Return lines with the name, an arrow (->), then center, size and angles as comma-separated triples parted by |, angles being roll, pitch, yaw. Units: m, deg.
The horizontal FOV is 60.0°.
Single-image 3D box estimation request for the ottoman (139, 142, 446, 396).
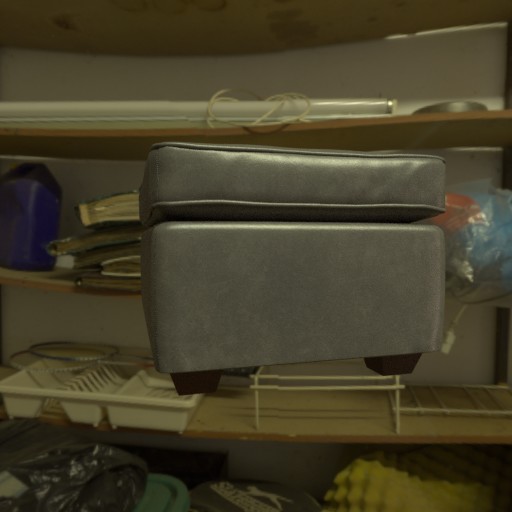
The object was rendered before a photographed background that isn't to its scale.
ottoman -> 0.000, 0.000, 1.108 | 0.554, 0.445, 0.756 | -1, 2, -16
